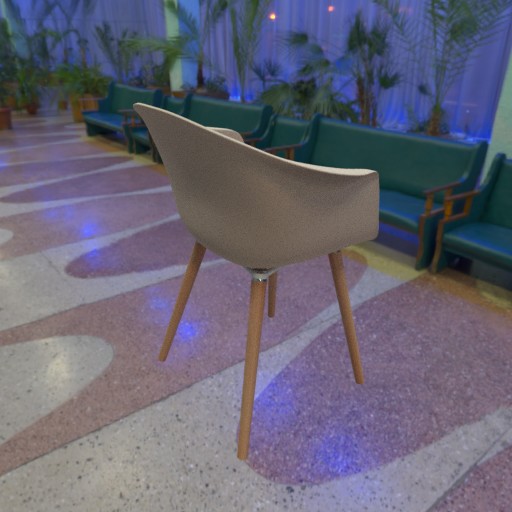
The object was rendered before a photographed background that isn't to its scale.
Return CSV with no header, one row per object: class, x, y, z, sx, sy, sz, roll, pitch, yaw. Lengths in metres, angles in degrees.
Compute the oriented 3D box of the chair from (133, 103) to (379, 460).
chair,0.000,0.000,1.141,0.504,0.781,0.593,-18,32,-32
